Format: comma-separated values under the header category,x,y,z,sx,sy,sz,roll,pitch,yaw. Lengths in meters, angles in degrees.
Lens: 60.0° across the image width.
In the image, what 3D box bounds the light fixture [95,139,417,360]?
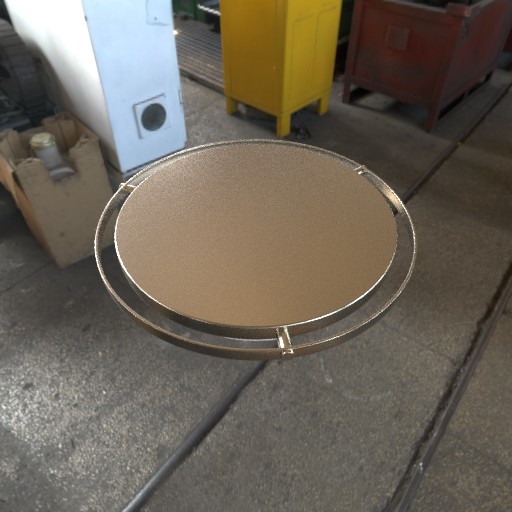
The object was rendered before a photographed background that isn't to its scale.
category,x,y,z,sx,sy,sz,roll,pitch,yaw
light fixture,0.000,0.000,0.554,0.361,0.130,0.361,0,44,0
